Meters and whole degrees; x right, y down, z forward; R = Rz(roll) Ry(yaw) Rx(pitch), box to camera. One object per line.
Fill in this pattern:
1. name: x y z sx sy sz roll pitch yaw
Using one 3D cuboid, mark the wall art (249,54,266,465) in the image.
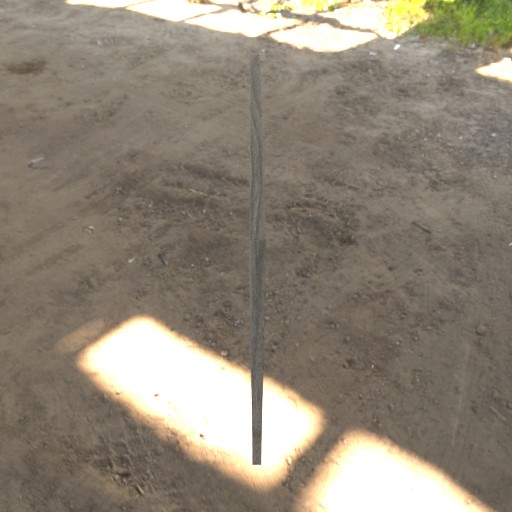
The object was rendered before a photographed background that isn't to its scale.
1. wall art: 0.000 0.000 0.775 0.016 0.507 0.508 0 43 0
